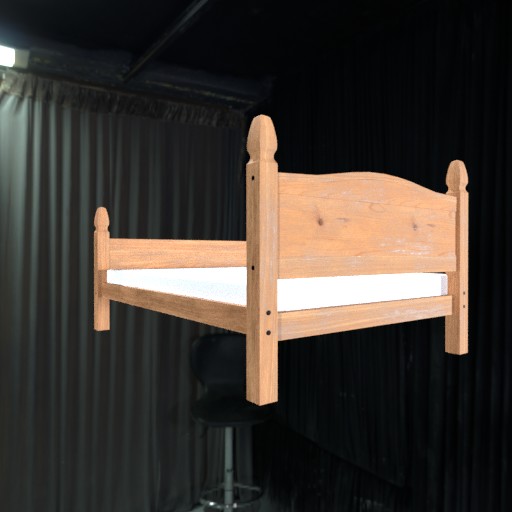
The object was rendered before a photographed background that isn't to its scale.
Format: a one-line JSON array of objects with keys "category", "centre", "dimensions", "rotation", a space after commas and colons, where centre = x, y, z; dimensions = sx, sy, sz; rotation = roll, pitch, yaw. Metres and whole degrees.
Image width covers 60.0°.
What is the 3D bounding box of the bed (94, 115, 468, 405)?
[{"category": "bed", "centre": [0.000, 0.000, 2.921], "dimensions": [1.490, 1.100, 2.069], "rotation": [0, 0, -36]}]
